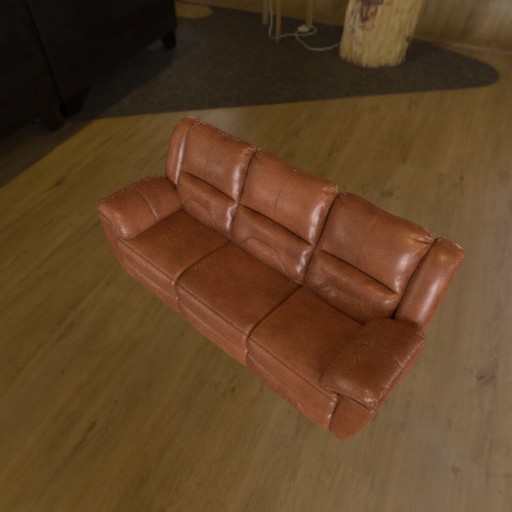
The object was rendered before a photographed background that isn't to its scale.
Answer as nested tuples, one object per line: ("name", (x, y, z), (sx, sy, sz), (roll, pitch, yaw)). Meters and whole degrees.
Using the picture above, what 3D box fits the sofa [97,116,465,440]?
("sofa", (0.000, 0.000, 2.965), (2.337, 1.043, 0.991), (32, 54, 27))
